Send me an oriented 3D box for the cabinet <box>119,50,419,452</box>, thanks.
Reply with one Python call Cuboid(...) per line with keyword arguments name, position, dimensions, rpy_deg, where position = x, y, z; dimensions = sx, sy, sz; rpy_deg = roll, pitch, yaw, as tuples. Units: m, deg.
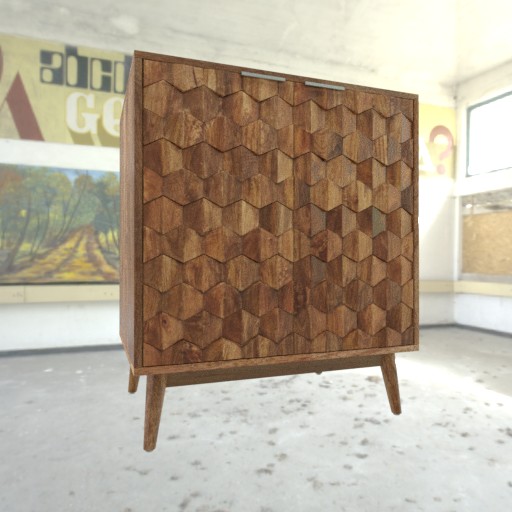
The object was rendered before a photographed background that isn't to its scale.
Cuboid(name="cabinet", position=(0.000, 0.000, 1.141), dimensions=(0.647, 0.758, 0.473), rpy_deg=(0, 0, -20))
